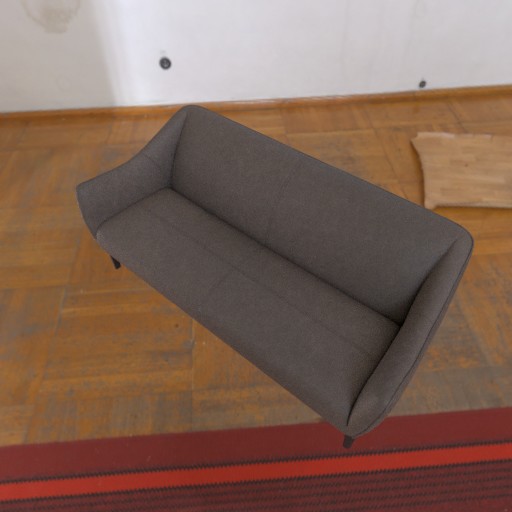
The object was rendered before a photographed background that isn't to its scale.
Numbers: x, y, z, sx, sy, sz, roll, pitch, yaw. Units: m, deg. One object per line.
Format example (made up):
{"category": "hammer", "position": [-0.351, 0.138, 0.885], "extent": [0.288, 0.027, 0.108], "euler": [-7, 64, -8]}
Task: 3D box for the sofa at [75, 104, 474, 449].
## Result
{"category": "sofa", "position": [0.000, 0.000, 2.339], "extent": [1.928, 0.831, 0.869], "euler": [32, 54, 26]}
